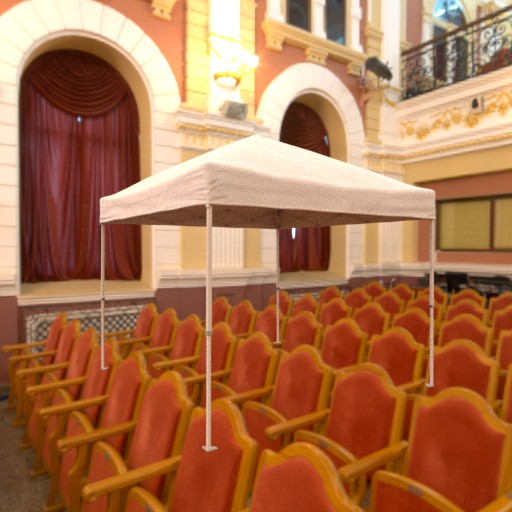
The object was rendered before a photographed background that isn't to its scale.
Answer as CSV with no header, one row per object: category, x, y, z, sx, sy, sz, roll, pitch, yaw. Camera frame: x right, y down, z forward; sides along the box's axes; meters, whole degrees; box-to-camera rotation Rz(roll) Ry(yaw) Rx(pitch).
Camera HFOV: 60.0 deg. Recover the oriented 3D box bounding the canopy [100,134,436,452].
canopy,0.000,0.000,5.488,2.996,2.997,2.998,-1,1,-35
